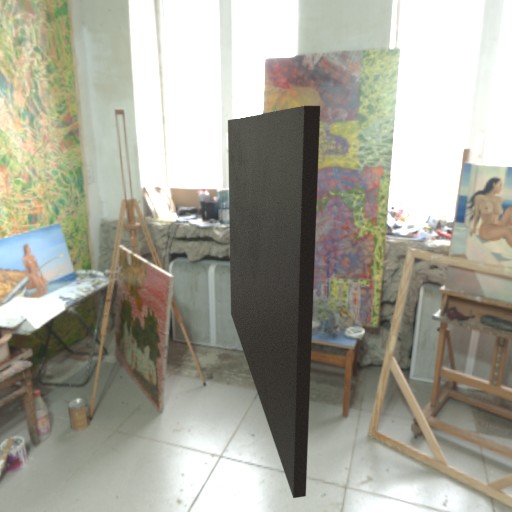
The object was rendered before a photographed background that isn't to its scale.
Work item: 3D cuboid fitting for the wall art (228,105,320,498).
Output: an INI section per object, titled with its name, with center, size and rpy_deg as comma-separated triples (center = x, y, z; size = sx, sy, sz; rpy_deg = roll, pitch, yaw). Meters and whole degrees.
[wall art]
center = 0.000, 0.000, 1.578
size = 0.034, 0.952, 1.207
rpy_deg = -3, 16, -10
